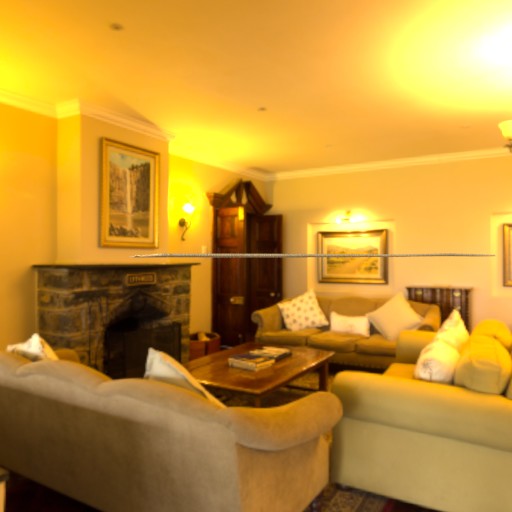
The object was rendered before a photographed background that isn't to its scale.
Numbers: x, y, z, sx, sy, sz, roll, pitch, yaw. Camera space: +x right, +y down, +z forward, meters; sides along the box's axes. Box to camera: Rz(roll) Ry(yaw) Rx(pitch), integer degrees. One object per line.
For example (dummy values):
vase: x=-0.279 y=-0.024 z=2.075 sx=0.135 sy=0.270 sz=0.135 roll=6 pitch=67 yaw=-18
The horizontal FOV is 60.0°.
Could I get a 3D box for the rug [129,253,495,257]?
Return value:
rug: x=0.000 y=0.000 z=2.967 sx=1.524 sy=0.015 sz=2.439 roll=0 pitch=0 yaw=-19
